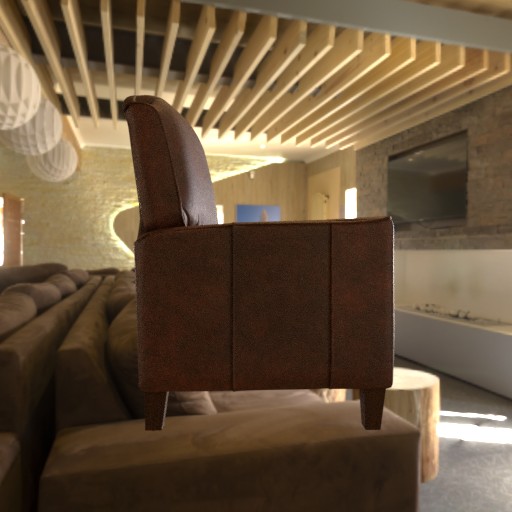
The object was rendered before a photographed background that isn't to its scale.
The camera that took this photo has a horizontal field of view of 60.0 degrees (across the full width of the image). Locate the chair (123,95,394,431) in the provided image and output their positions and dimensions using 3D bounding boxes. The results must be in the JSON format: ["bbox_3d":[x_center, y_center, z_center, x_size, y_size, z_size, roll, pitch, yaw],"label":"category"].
[{"bbox_3d":[0.000,0.000,1.687,0.836,1.043,0.843,0,1,-1],"label":"chair"}]
